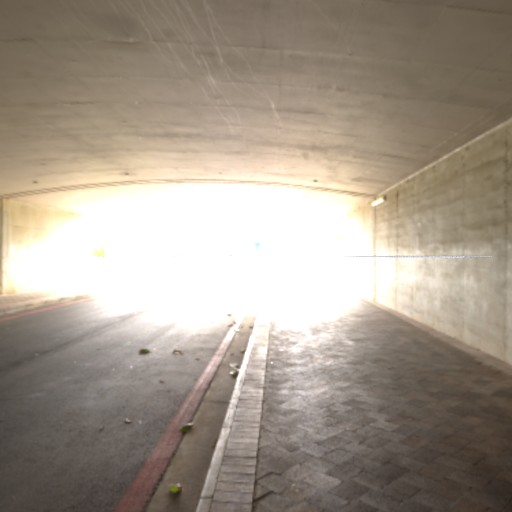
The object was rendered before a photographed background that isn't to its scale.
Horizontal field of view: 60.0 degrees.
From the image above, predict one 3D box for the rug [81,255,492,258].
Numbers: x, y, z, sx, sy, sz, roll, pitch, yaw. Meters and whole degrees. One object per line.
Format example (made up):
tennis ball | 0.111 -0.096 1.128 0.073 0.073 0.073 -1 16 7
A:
rug | 0.000 0.000 2.604 2.390 0.014 0.741 0 0 35
